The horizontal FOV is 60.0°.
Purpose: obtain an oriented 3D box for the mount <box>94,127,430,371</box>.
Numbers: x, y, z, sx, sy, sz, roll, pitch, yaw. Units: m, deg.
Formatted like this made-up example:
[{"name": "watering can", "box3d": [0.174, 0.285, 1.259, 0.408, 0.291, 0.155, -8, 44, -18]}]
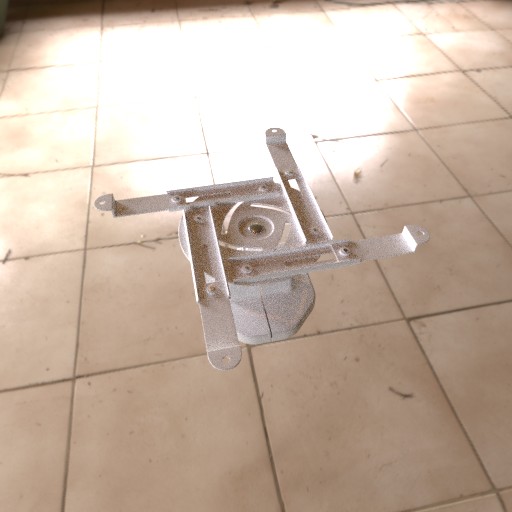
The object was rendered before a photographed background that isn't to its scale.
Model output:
[{"name": "mount", "box3d": [0.000, 0.000, 0.601, 0.394, 0.141, 0.394, -9, 48, -8]}]
